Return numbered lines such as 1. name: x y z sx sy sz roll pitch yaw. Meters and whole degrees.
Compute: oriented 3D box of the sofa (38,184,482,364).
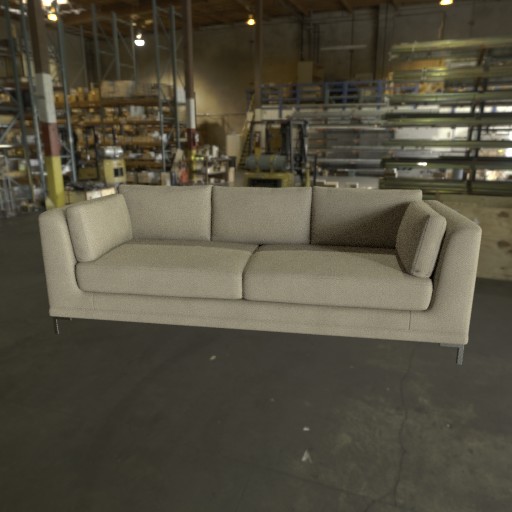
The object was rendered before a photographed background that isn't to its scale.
1. sofa: 0.000 0.000 2.883 2.415 0.867 0.969 2 15 9
